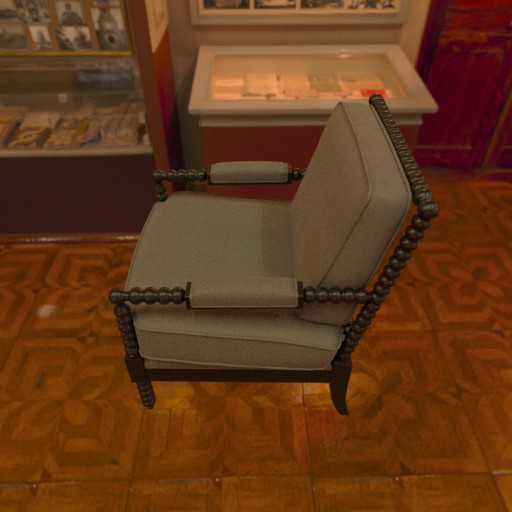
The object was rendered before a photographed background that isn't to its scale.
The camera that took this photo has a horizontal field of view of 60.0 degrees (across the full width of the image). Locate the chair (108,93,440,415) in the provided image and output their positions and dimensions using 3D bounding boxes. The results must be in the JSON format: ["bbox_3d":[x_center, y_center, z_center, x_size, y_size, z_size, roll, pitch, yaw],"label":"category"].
[{"bbox_3d":[0.000,0.000,1.125,0.622,0.661,0.540,0,41,1],"label":"chair"}]
